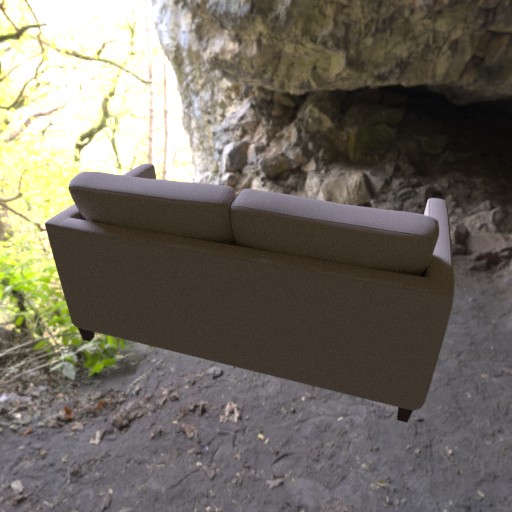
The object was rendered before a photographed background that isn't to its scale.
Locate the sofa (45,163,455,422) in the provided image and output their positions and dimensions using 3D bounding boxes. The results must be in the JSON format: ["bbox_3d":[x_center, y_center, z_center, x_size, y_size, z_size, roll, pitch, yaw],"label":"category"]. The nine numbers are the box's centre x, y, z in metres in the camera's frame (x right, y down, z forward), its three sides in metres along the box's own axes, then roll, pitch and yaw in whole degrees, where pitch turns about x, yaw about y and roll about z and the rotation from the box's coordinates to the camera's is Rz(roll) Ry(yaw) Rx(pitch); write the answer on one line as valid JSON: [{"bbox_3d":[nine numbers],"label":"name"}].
[{"bbox_3d":[0.000,0.000,2.194,1.722,0.888,0.873,10,32,16],"label":"sofa"}]
